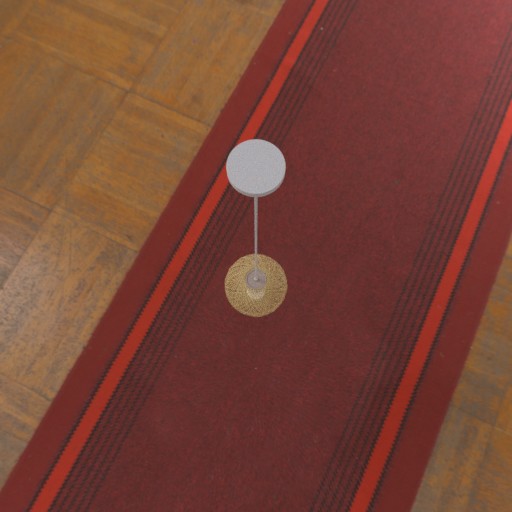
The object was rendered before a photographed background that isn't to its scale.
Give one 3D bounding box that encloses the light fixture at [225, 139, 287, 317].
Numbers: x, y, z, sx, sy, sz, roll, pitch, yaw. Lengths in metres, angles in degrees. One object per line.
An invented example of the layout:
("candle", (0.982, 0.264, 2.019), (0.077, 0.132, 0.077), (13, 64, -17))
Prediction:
("light fixture", (0.000, 0.000, 2.132), (0.407, 1.955, 0.406), (-19, 77, -5))
